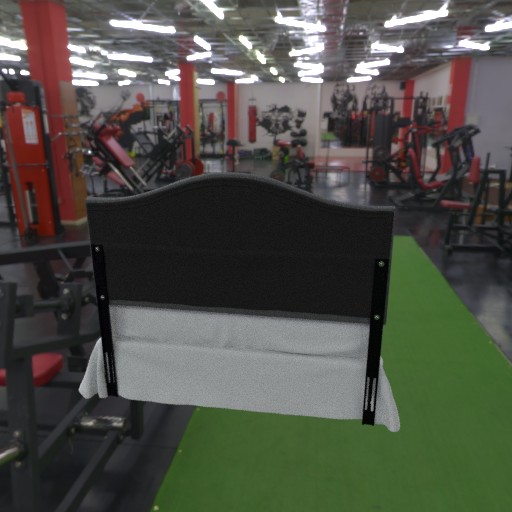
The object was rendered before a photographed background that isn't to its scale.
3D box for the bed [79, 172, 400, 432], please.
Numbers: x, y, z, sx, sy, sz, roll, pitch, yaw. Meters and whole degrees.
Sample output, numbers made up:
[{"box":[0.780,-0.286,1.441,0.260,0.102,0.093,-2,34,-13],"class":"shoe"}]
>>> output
[{"box":[0.000,0.000,3.881,2.314,1.651,2.219,3,17,10],"class":"bed"}]
